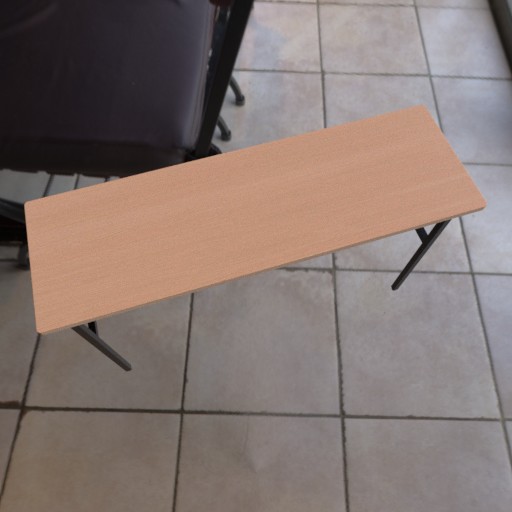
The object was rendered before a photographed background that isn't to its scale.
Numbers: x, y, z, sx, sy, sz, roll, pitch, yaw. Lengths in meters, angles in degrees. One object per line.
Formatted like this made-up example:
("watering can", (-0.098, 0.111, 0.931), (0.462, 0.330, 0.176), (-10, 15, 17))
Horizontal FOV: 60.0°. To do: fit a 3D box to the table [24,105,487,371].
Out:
("table", (0.000, 0.000, 1.735), (1.397, 0.750, 0.447), (-16, 65, -8))
